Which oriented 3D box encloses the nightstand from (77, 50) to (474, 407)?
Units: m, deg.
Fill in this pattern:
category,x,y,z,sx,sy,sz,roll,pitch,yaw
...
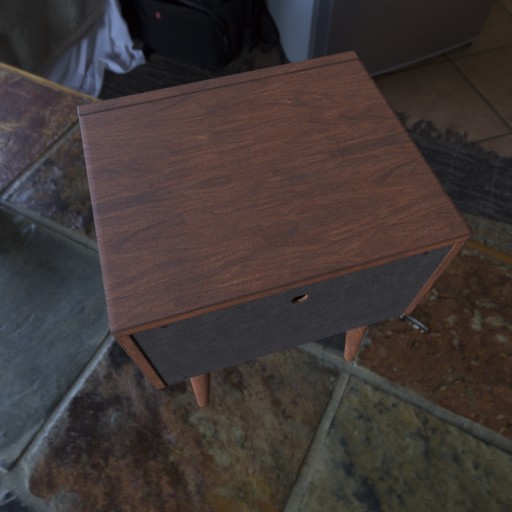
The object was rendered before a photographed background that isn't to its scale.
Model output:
category,x,y,z,sx,sy,sz,roll,pitch,yaw
nightstand,0.000,0.000,0.967,0.521,0.607,0.445,-15,61,-8
